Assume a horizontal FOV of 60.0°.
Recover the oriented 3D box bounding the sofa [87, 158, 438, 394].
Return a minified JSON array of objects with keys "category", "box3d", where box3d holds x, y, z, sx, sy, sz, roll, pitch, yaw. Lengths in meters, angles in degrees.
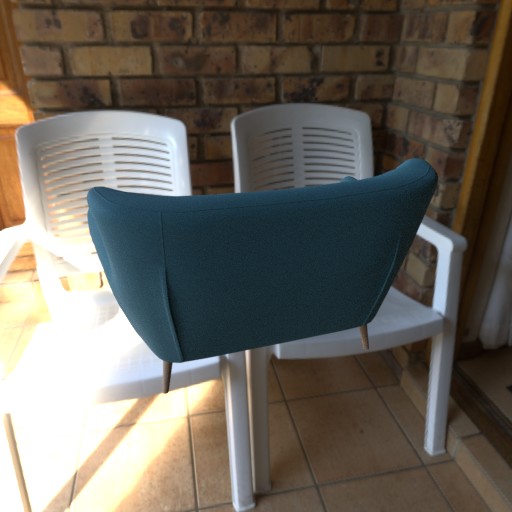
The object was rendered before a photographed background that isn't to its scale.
[{"category":"sofa","box3d":[0.000,0.000,1.987,1.397,0.889,0.889,-8,28,-16]}]
